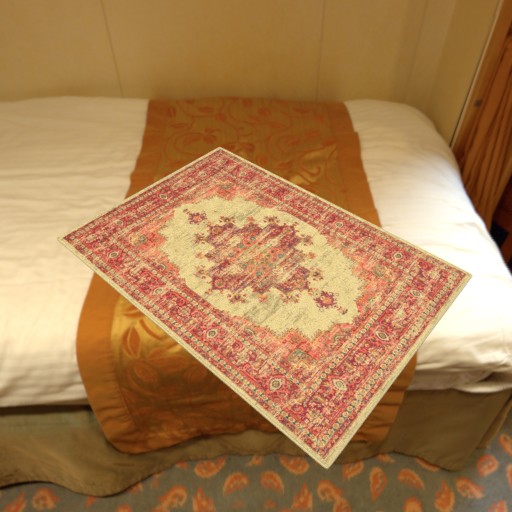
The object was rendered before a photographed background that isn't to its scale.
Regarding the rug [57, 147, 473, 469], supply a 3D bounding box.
[{"bbox_3d":[0.000,0.000,3.699,2.878,0.014,2.005,32,53,28],"label":"rug"}]
